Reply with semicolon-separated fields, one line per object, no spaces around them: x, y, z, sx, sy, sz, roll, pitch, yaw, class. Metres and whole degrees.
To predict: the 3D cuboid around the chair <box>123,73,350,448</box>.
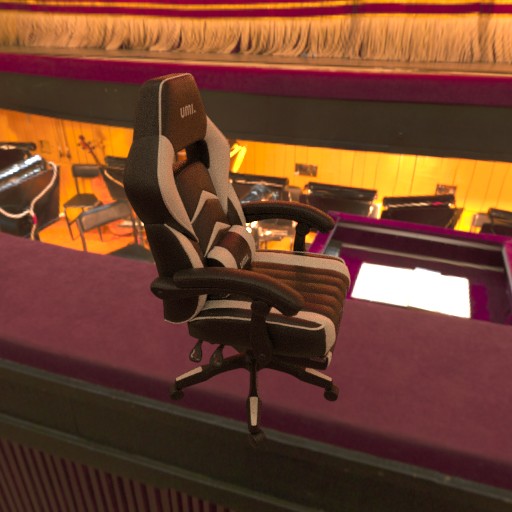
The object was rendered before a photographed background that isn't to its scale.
0.000;0.000;1.605;0.700;1.200;0.676;9;30;16;chair
